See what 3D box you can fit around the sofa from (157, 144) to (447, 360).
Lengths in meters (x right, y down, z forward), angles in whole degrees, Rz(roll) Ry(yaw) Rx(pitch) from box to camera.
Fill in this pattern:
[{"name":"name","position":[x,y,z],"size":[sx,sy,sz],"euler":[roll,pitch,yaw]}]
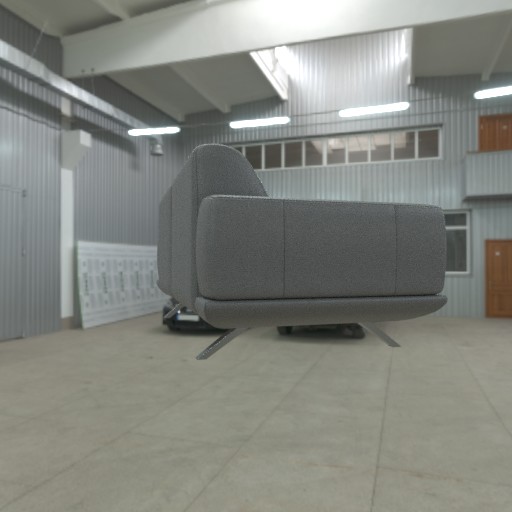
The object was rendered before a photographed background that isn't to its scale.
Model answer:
[{"name":"sofa","position":[0.000,0.000,2.347],"size":[0.900,0.772,1.901],"euler":[0,-1,-17]}]
